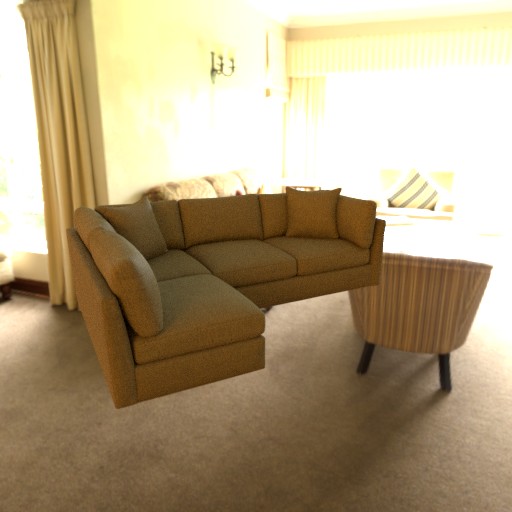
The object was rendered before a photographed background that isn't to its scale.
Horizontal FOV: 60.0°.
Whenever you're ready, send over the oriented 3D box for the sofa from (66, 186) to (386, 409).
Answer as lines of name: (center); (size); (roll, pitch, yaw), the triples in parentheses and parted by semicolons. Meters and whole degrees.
sofa: (0.000, 0.000, 3.897); (2.896, 0.978, 1.994); (-8, 18, -26)
